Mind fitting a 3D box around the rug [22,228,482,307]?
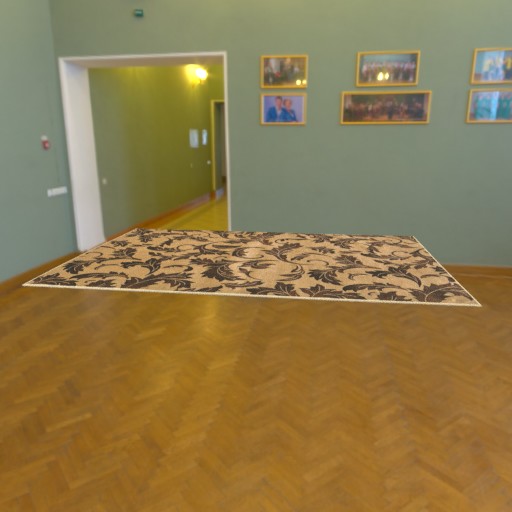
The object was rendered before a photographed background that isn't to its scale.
[{"bbox_3d":[0.000,0.000,2.890,2.284,0.008,1.522,2,15,7],"label":"rug"}]
